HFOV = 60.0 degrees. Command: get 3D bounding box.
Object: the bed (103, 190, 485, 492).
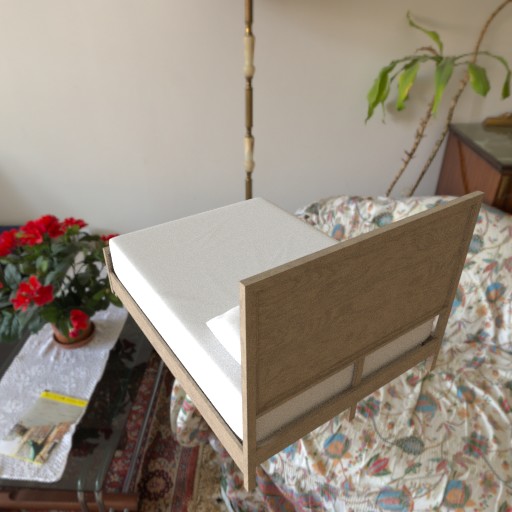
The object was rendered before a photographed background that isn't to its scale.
[{"bbox_3d":[0.000,0.000,3.220,1.606,1.369,2.189,-20,36,-29],"label":"bed"}]
